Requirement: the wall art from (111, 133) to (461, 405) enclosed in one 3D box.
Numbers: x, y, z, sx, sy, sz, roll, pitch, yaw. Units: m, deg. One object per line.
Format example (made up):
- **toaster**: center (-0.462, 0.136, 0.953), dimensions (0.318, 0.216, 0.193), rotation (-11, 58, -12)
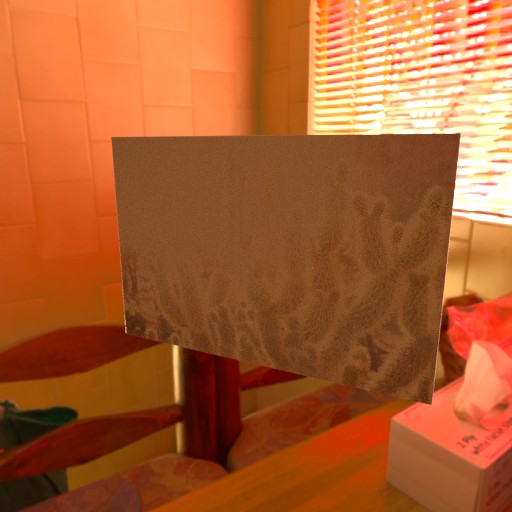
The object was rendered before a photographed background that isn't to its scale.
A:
- **wall art**: center (0.000, 0.000, 1.928), dimensions (1.525, 1.012, 0.038), rotation (7, 15, 25)
